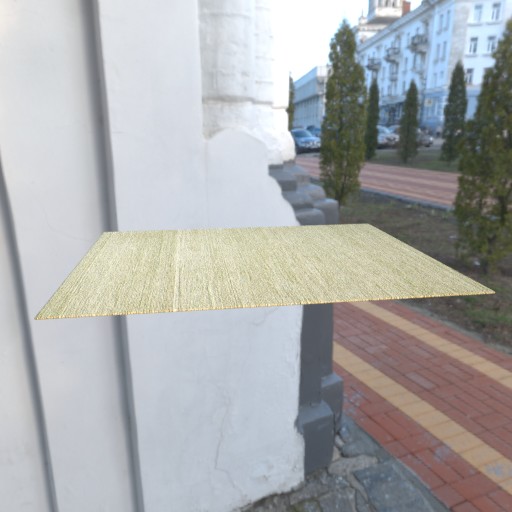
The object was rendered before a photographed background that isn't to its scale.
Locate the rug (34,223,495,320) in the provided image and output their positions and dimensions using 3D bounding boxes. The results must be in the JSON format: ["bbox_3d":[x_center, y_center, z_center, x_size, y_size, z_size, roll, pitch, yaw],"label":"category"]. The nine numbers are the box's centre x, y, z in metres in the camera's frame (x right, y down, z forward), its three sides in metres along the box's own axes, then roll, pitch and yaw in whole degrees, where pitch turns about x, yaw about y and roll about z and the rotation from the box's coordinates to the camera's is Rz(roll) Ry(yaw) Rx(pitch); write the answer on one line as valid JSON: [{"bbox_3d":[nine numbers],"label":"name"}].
[{"bbox_3d":[0.000,0.000,4.181,3.198,0.016,2.425,-2,16,-8],"label":"rug"}]
